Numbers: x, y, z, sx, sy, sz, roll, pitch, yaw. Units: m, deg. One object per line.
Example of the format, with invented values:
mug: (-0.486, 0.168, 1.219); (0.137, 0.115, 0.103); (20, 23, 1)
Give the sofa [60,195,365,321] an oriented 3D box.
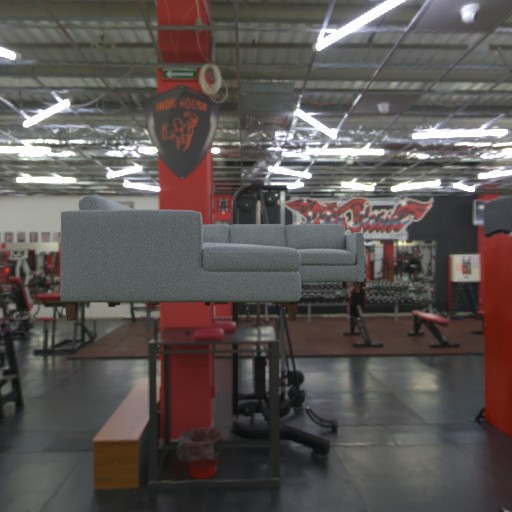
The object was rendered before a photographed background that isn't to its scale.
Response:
sofa: (0.000, 0.000, 4.434); (2.551, 0.853, 3.238); (0, 0, 0)
